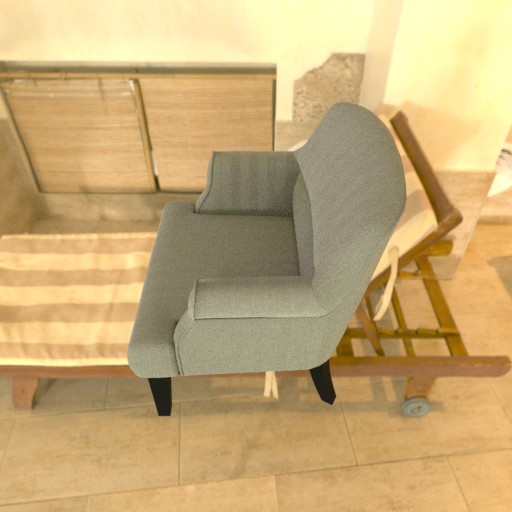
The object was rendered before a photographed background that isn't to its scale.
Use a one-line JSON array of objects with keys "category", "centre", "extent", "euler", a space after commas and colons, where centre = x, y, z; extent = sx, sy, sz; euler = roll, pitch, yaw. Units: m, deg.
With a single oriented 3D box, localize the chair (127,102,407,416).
[{"category": "chair", "centre": [0.000, 0.000, 1.485], "extent": [0.755, 0.880, 0.772], "euler": [0, 42, 0]}]
